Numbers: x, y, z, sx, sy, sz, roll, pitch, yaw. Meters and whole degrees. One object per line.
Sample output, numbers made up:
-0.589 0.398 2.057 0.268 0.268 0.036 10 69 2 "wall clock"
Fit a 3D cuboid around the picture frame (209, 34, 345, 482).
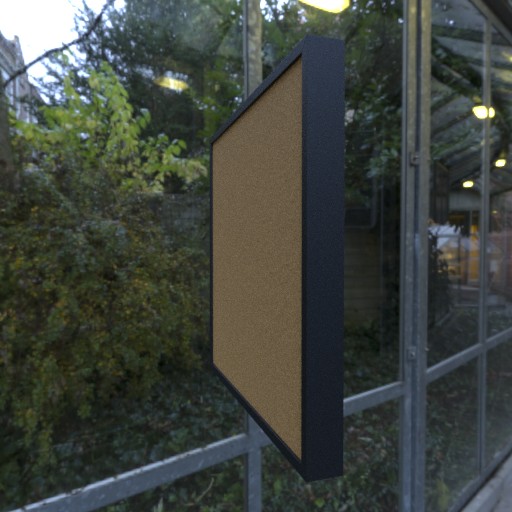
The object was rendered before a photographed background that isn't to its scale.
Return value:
0.000 0.000 0.468 0.030 0.317 0.317 0 1 -18 "picture frame"
